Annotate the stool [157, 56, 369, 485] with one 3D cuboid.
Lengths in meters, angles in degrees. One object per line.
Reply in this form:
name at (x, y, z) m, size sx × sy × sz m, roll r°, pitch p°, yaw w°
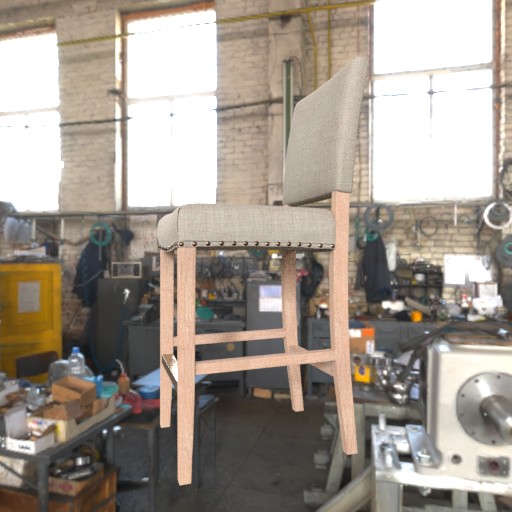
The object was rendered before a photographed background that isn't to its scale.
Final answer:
stool at (0.000, 0.000, 1.425) m, size 0.585 × 1.173 × 0.445 m, roll 0°, pitch 0°, yaw -19°
